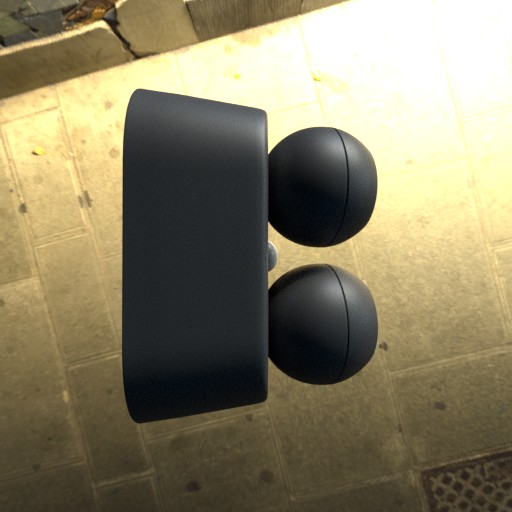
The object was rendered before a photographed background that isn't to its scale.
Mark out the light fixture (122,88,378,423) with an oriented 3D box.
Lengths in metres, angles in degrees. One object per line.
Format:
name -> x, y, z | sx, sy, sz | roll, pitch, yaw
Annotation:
light fixture -> 0.000, 0.000, 0.335 | 0.159, 0.159, 0.229 | 0, 89, 1
